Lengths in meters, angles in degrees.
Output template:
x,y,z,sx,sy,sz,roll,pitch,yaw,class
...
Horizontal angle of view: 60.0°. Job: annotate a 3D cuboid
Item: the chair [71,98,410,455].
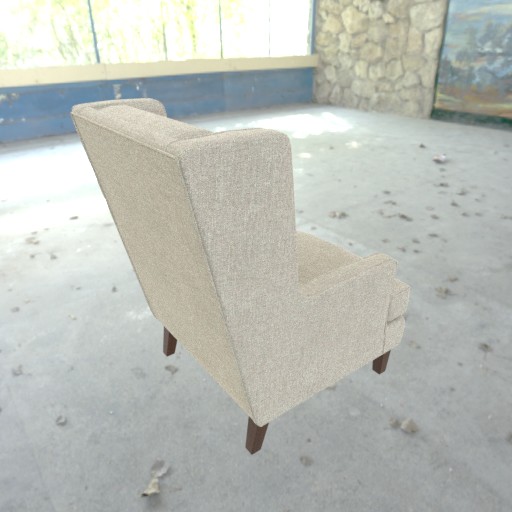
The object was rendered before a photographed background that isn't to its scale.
x,y,z,sx,sy,sz,roll,pitch,yaw,class
0.000,0.000,1.650,0.948,1.082,0.764,-19,32,-32,chair
